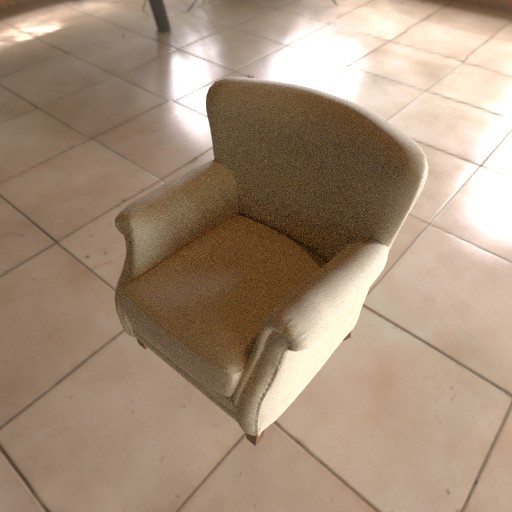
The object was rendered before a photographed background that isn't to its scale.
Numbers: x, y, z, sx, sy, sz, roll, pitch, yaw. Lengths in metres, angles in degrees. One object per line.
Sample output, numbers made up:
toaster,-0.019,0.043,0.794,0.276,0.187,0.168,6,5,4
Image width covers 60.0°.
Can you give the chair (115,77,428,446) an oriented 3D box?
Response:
chair,0.000,0.000,1.639,0.861,0.936,0.921,31,54,26
